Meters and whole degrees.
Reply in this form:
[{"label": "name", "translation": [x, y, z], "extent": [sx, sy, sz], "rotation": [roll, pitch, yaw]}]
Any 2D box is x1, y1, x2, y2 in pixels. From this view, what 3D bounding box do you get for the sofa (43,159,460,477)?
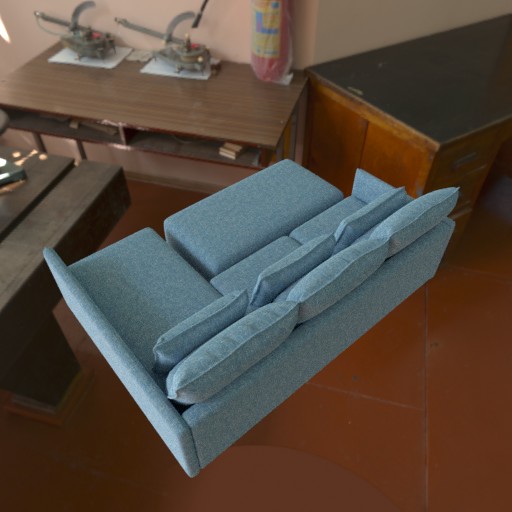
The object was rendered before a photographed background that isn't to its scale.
[{"label": "sofa", "translation": [0.000, 0.000, 2.743], "extent": [2.034, 0.899, 1.420], "rotation": [-31, 53, -27]}]
